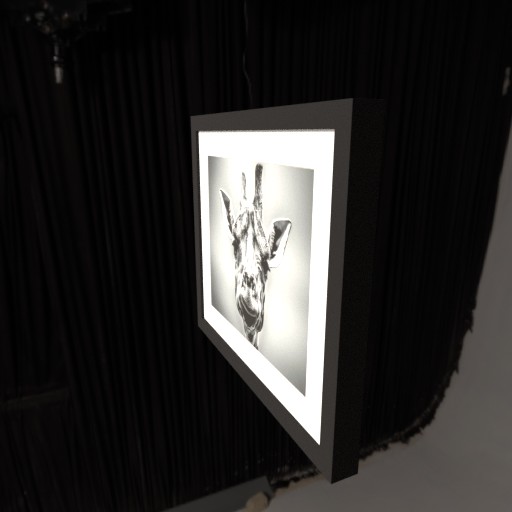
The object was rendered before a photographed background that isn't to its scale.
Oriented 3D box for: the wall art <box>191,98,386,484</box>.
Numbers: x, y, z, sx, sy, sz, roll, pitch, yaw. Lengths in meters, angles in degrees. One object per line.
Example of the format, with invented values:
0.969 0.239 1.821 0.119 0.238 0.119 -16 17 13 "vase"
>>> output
0.000 0.000 0.529 0.031 0.330 0.381 -7 17 -24 "wall art"
